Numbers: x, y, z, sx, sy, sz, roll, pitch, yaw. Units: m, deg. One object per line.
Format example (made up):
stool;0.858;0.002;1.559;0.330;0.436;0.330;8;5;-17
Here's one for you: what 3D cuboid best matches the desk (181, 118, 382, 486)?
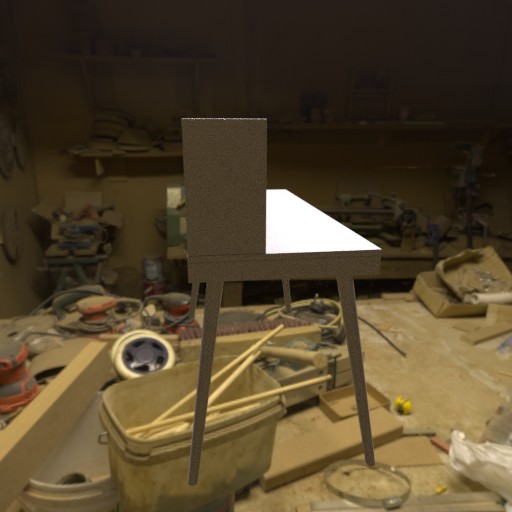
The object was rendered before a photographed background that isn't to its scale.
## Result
desk;0.000;0.000;1.721;0.559;0.990;1.199;-2;16;-8
